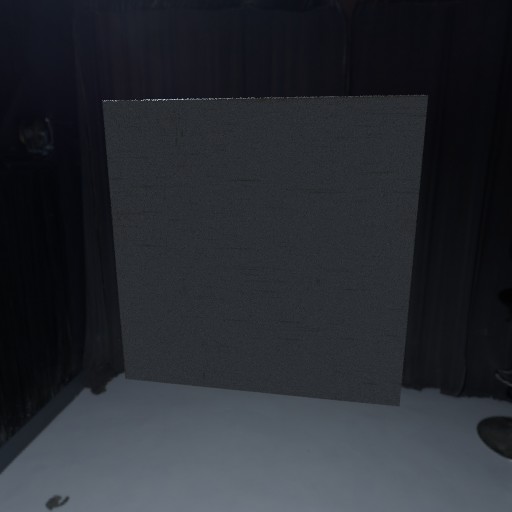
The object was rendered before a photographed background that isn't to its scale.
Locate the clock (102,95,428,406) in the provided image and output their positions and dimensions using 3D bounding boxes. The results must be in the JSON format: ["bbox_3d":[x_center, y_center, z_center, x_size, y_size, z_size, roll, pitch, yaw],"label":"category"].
[{"bbox_3d":[0.000,0.000,1.050,0.705,0.705,0.032,3,15,10],"label":"clock"}]
